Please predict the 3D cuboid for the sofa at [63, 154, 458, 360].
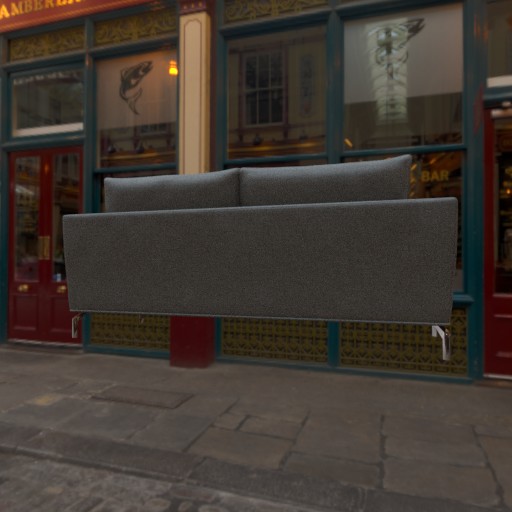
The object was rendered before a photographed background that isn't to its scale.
[{"bbox_3d":[0.000,0.000,2.747,2.212,1.002,0.869,0,-1,18],"label":"sofa"}]
